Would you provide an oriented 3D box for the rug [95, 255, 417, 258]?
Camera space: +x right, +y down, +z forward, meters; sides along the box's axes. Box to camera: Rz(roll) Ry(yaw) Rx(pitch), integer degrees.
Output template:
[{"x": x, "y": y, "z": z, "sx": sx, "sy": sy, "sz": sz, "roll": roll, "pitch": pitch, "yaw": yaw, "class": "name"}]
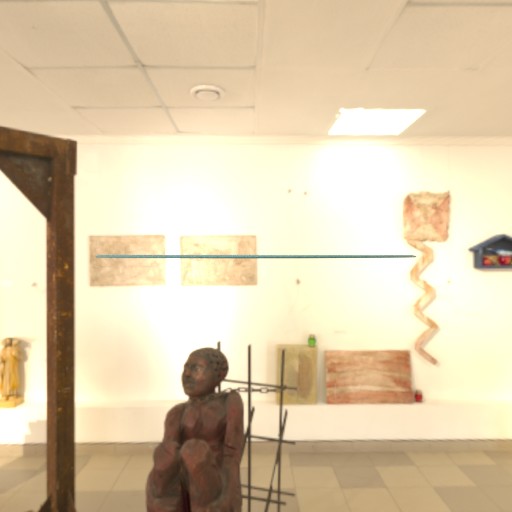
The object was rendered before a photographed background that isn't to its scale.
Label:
[{"x": 0.000, "y": 0.000, "z": 2.339, "sx": 1.593, "sy": 0.012, "sz": 1.593, "roll": 0, "pitch": 0, "yaw": 0, "class": "rug"}]
